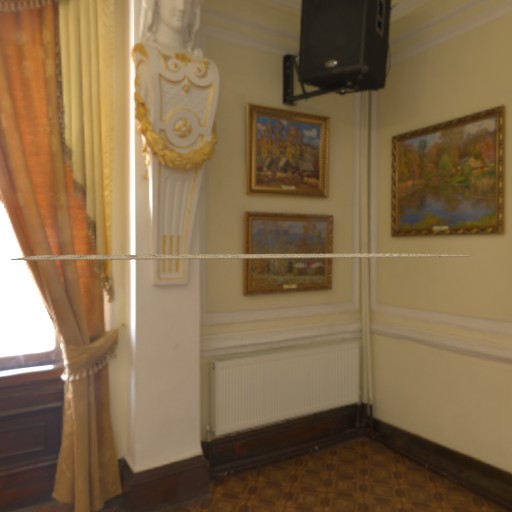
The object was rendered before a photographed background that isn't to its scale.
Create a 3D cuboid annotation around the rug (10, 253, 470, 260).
[{"bbox_3d":[0.000,0.000,2.610,2.435,0.009,0.750,0,1,-18],"label":"rug"}]
